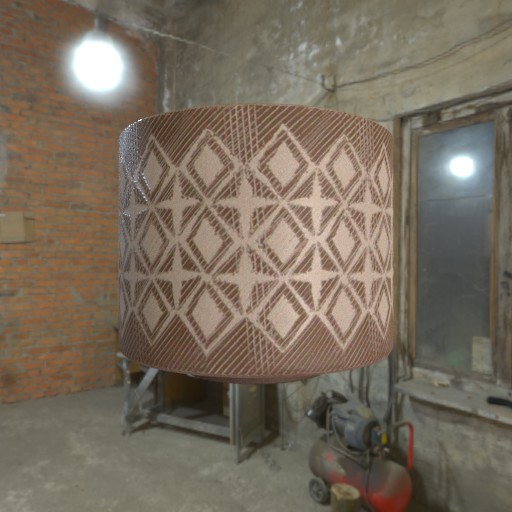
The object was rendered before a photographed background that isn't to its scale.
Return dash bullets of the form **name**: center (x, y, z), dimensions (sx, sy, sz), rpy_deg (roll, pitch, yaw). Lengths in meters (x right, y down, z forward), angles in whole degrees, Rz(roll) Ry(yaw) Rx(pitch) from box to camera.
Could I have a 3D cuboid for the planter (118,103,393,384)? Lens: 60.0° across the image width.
- **planter**: center (0.000, 0.000, 0.214), dimensions (0.126, 0.104, 0.126), rpy_deg (0, 0, 0)
